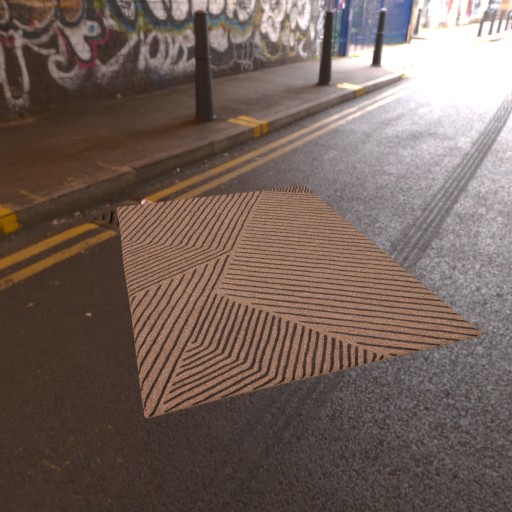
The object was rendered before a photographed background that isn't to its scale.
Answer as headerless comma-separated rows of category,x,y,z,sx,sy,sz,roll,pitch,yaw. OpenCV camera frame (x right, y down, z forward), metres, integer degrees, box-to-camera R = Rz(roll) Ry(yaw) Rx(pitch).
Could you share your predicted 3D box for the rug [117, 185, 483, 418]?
rug,0.000,0.000,3.195,1.829,0.028,2.449,-9,31,-16
